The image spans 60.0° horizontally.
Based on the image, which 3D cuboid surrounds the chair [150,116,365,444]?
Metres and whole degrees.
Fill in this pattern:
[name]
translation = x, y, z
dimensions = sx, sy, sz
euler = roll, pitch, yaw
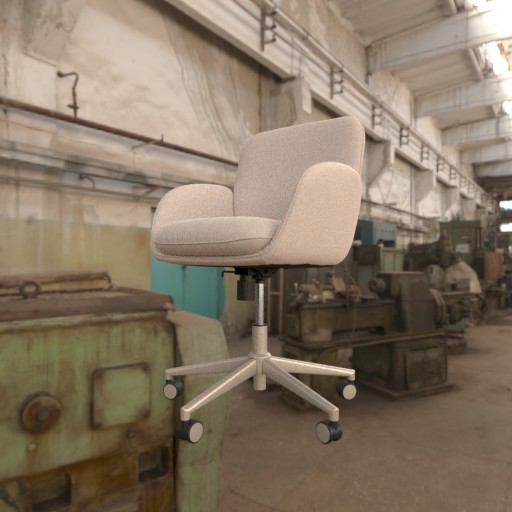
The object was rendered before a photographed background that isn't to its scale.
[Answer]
[chair]
translation = 0.000, 0.000, 1.379
dimensions = 0.648, 0.959, 0.633
euler = 0, 0, 37
